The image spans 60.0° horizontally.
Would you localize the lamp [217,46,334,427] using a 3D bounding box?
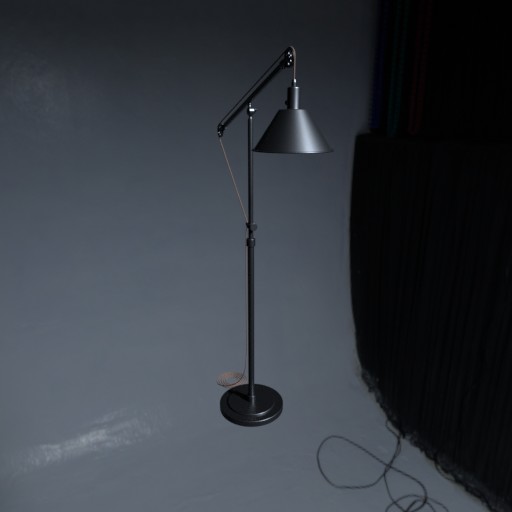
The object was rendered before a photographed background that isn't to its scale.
[{"bbox_3d":[0.000,0.000,1.966,0.319,1.626,0.904,-8,18,-24],"label":"lamp"}]
